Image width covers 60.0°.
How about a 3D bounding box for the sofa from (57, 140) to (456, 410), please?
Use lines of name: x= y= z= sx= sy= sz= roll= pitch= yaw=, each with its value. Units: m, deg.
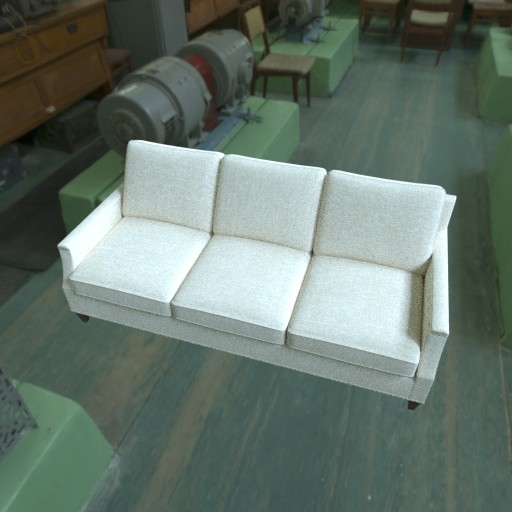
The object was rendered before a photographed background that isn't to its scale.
sofa: x=0.000 y=0.000 z=2.764 sx=2.210 sy=0.940 sz=1.041 roll=12 pitch=42 yaw=13
